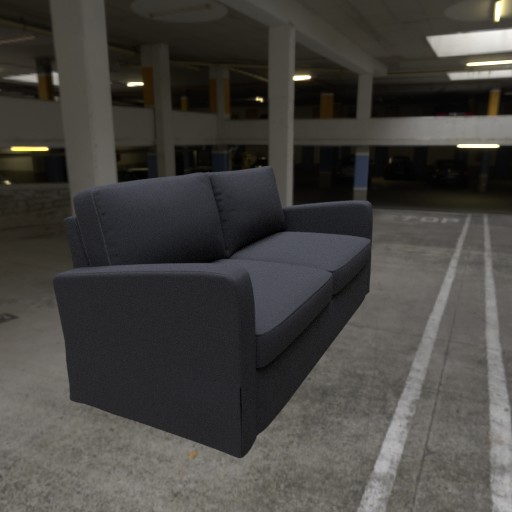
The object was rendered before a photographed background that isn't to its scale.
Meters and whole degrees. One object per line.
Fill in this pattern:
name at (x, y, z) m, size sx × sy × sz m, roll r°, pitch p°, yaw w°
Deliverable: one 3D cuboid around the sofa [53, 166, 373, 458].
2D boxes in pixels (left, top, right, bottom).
sofa at (0.000, 0.000, 2.299) m, size 0.898 × 0.839 × 1.852 m, roll 7°, pitch 16°, yaw 26°
